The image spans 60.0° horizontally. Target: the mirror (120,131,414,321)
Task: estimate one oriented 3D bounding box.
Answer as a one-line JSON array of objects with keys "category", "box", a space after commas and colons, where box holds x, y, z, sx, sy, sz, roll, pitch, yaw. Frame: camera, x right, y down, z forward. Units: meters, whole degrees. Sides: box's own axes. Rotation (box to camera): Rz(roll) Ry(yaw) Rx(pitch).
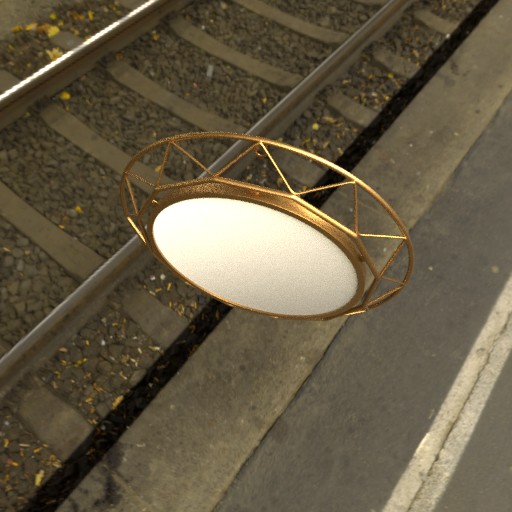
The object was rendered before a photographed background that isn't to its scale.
[{"category": "mirror", "box": [0.000, 0.000, 0.678, 0.454, 0.454, 0.043, 14, 60, 8]}]
